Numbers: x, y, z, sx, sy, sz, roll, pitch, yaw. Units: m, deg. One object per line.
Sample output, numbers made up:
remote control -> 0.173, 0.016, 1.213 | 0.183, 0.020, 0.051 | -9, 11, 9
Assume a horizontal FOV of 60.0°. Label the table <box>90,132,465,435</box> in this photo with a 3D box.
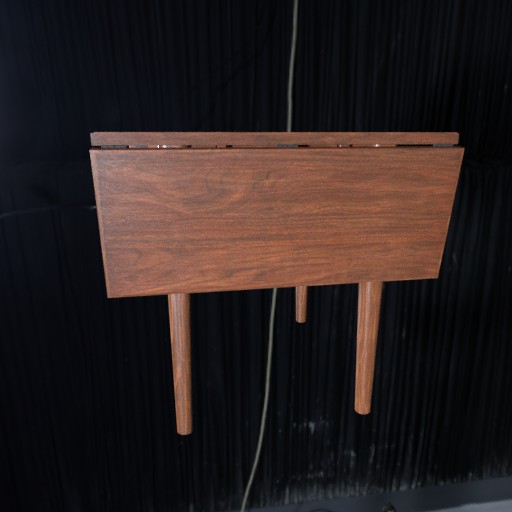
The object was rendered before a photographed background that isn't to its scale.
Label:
table -> 0.000, 0.000, 1.425 | 0.812, 0.763, 0.843 | -3, 16, -10
